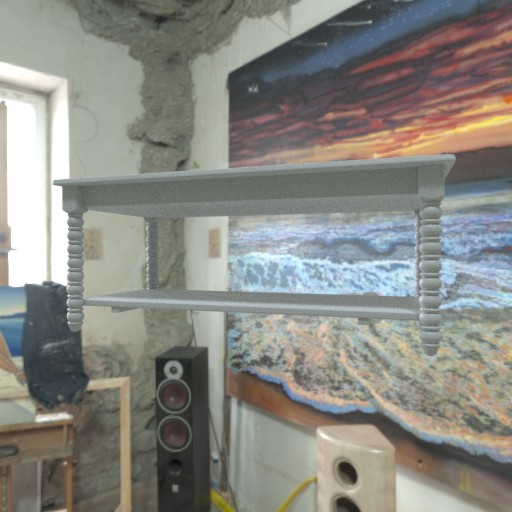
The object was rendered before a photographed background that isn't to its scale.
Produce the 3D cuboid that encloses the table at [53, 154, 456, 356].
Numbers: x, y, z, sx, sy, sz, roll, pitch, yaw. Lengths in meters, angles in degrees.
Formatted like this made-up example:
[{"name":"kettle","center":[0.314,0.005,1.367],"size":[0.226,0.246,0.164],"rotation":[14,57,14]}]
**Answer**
[{"name":"table","center":[0.000,0.000,1.490],"size":[1.171,0.487,0.580],"rotation":[0,0,18]}]
